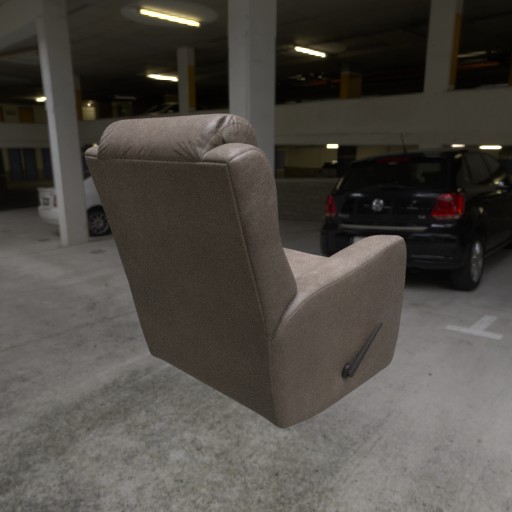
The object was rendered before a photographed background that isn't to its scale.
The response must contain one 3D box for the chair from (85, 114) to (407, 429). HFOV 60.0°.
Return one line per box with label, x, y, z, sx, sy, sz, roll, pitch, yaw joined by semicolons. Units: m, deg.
chair;0.000;0.000;1.914;0.967;1.116;1.068;13;19;42
